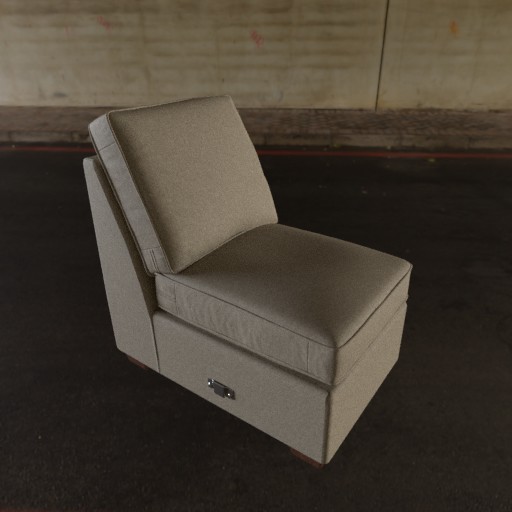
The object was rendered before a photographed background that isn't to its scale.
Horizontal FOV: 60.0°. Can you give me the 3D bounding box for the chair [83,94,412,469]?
[{"bbox_3d":[0.000,0.000,1.661,1.020,1.058,0.674,18,31,32],"label":"chair"}]
